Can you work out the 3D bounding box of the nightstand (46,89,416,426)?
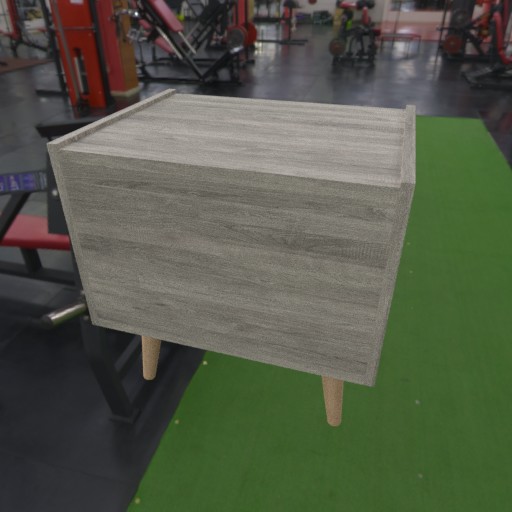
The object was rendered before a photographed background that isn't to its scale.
[{"bbox_3d":[0.000,0.000,0.830,0.480,0.500,0.380,9,33,14],"label":"nightstand"}]
